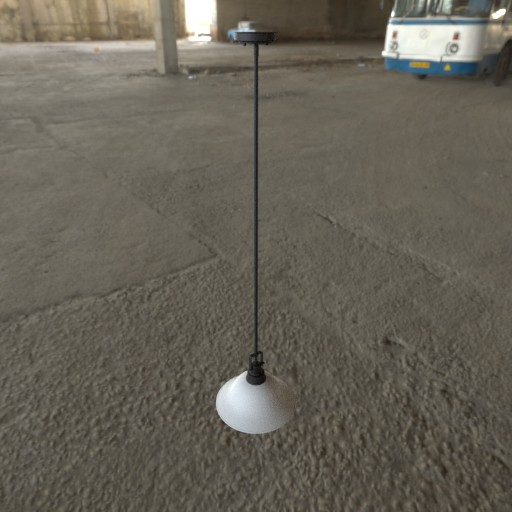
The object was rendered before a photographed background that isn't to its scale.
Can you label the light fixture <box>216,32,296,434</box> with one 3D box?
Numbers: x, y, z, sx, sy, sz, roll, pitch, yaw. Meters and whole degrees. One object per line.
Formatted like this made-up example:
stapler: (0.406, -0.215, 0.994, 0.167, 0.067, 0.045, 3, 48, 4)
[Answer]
light fixture: (0.000, 0.000, 1.484, 0.324, 1.337, 0.324, -18, 33, -30)
